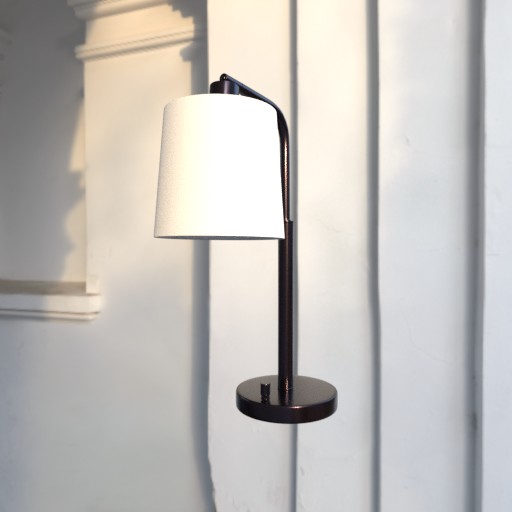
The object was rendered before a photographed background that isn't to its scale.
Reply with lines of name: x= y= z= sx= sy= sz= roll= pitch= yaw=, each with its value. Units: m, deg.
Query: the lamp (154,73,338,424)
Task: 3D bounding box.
lamp: x=0.000 y=0.000 z=0.653 sx=0.171 sy=0.489 sz=0.333 roll=1 pitch=1 yaw=37
